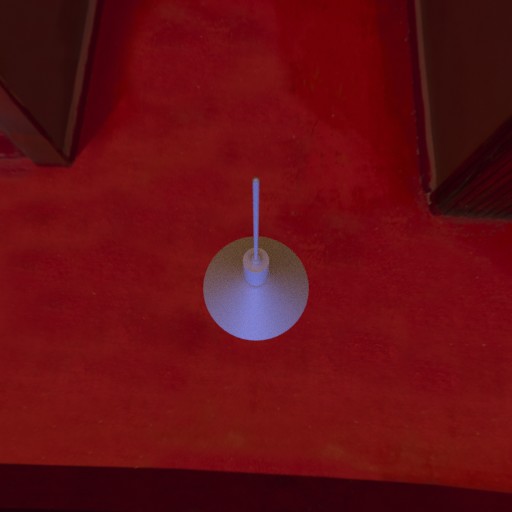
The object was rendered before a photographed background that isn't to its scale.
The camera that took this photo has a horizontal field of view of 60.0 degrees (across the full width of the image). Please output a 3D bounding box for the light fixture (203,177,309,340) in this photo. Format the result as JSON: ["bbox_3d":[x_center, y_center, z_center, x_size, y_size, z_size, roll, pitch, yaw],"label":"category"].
[{"bbox_3d":[0.000,0.000,0.805,0.267,0.683,0.267,0,76,0],"label":"light fixture"}]
